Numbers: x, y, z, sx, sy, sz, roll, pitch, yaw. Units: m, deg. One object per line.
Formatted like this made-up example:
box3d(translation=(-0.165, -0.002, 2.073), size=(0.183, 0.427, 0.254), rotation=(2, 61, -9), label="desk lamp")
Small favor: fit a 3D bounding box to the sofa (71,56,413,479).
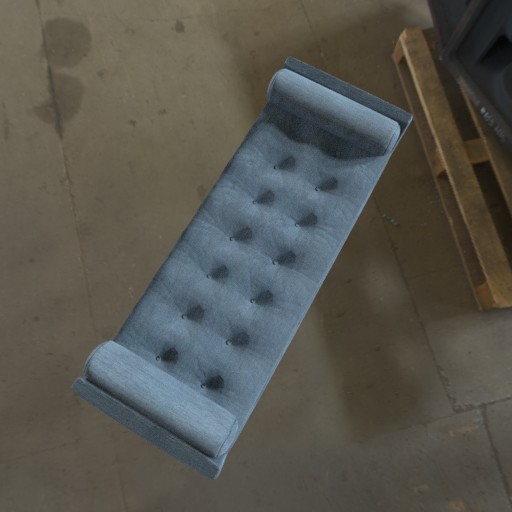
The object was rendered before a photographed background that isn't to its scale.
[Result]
box3d(translation=(0.000, 0.000, 2.484), size=(0.796, 0.705, 2.102), rotation=(29, 76, 8), label="sofa")
